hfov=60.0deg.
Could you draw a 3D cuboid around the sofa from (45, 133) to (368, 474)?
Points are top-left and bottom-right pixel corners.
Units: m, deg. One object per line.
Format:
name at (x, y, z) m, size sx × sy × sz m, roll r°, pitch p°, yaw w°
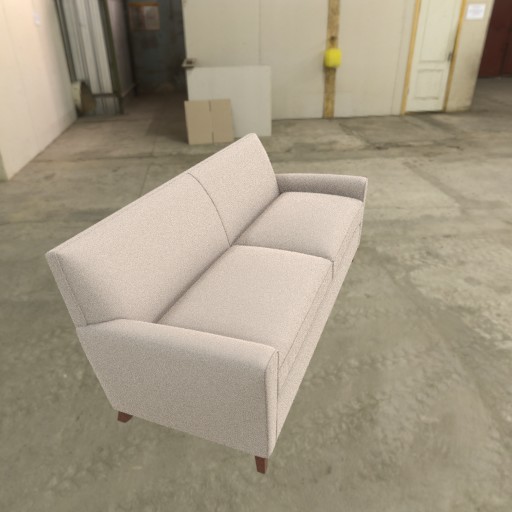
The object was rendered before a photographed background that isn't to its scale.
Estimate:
sofa at (0.000, 0.000, 2.409) m, size 0.875 × 0.846 × 2.000 m, roll 11°, pitch 31°, yaw 19°
